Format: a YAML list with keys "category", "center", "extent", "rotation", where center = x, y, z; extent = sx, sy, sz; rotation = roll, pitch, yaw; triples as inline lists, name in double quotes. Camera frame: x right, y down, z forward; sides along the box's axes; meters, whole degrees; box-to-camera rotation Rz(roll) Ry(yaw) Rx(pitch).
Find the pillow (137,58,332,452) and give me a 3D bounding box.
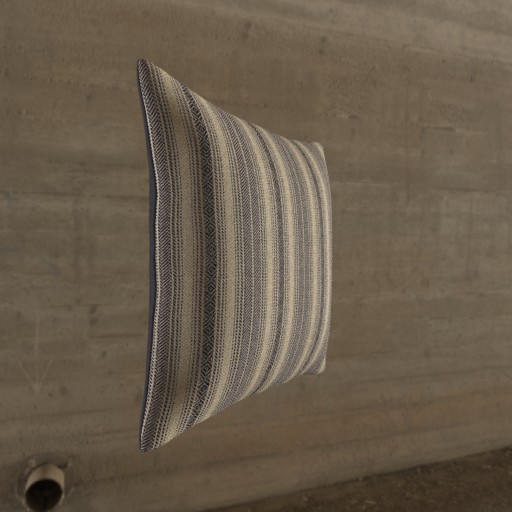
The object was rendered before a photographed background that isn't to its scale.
- category: "pillow"
  center: [0.000, 0.000, 0.777]
  extent: [0.166, 0.508, 0.520]
  rotation: [0, -1, 35]
